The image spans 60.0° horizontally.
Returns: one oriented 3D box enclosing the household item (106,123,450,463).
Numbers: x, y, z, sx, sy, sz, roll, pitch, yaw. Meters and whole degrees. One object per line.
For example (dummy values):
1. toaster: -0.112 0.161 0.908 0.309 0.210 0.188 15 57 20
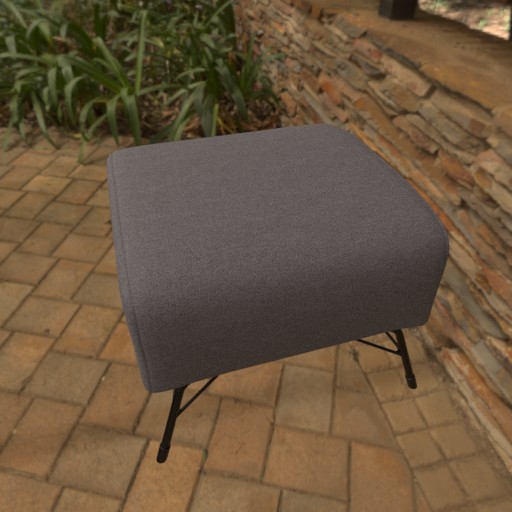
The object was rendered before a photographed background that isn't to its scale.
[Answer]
1. household item: 0.000 0.000 0.910 0.530 0.410 0.530 -11 40 -13
